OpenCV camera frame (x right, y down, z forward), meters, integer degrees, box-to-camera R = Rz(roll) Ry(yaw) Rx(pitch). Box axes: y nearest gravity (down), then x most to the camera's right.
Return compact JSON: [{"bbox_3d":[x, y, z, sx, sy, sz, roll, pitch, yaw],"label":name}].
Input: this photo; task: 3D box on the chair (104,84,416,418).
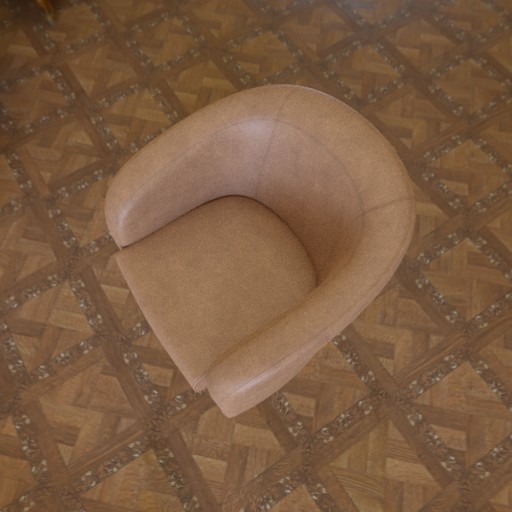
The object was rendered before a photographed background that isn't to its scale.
[{"bbox_3d":[0.000,0.000,1.480,0.815,0.771,0.791,-32,68,-15],"label":"chair"}]
